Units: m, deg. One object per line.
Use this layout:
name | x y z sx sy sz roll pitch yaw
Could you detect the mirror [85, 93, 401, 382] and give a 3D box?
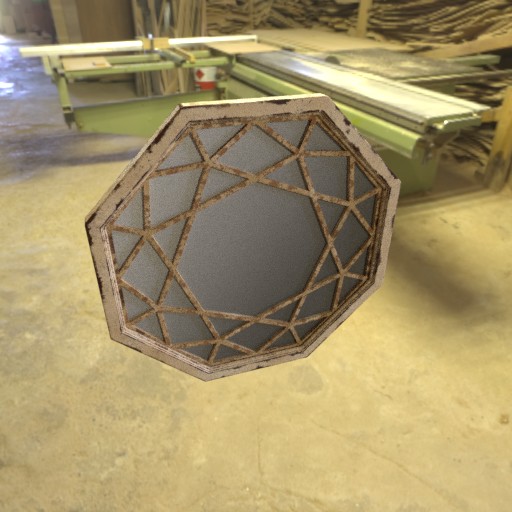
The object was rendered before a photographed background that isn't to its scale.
mirror | 0.000 0.000 0.951 0.648 0.648 0.031 -10 33 -15
